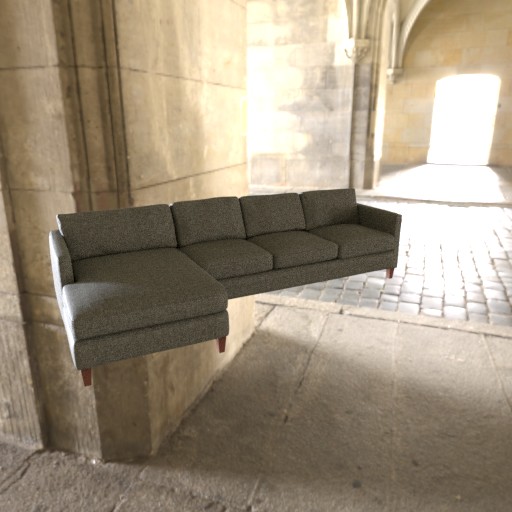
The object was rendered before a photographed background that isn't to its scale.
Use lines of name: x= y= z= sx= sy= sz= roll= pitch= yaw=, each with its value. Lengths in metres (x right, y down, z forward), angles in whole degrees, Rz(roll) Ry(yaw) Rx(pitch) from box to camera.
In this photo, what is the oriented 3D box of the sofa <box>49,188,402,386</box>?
sofa: x=0.000 y=0.000 z=4.202 sx=3.485 sy=0.960 sz=1.635 roll=-9 pitch=19 yaw=-26
